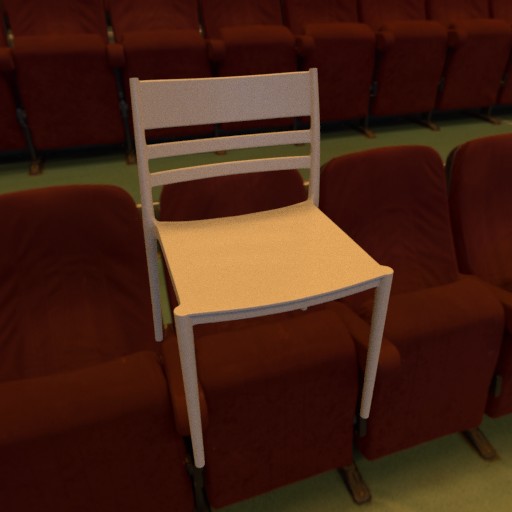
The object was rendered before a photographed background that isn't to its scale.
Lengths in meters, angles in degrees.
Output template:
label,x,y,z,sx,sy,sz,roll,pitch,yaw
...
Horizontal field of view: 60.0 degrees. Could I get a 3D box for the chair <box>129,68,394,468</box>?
label,x,y,z,sx,sy,sz,roll,pitch,yaw
chair,0.000,0.000,1.112,0.531,0.800,0.511,-10,33,-16
